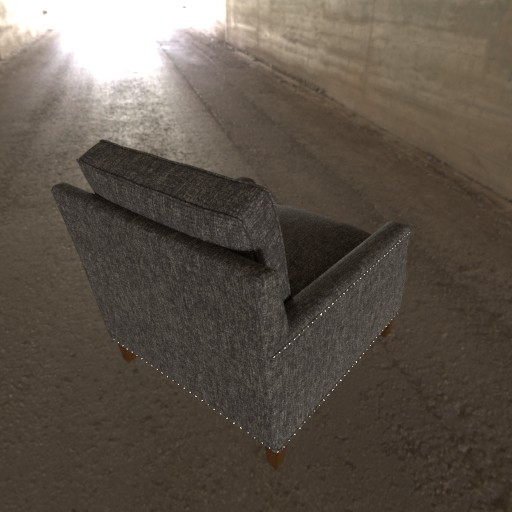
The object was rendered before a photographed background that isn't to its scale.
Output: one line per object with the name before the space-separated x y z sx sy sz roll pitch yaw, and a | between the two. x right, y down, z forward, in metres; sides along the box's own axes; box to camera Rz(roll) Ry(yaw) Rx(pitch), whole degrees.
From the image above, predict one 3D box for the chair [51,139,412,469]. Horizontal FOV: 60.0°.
chair | 0.000 0.000 1.663 0.853 0.943 1.014 22 38 33
